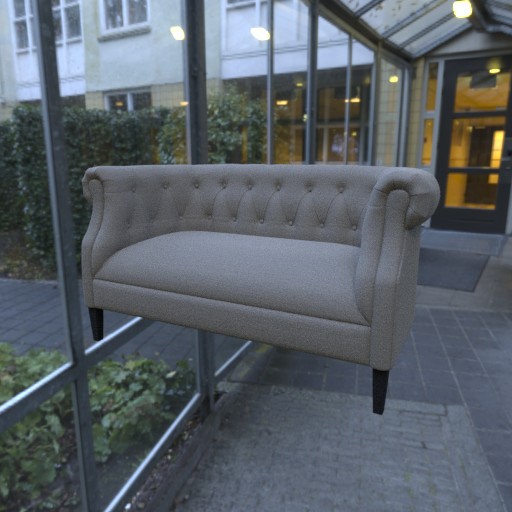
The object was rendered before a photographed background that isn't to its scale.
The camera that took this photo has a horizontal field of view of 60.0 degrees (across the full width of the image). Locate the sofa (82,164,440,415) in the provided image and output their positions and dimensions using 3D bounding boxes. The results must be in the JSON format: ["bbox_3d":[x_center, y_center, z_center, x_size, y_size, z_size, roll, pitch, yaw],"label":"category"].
[{"bbox_3d":[0.000,0.000,2.069,1.558,0.827,0.835,7,14,27],"label":"sofa"}]
